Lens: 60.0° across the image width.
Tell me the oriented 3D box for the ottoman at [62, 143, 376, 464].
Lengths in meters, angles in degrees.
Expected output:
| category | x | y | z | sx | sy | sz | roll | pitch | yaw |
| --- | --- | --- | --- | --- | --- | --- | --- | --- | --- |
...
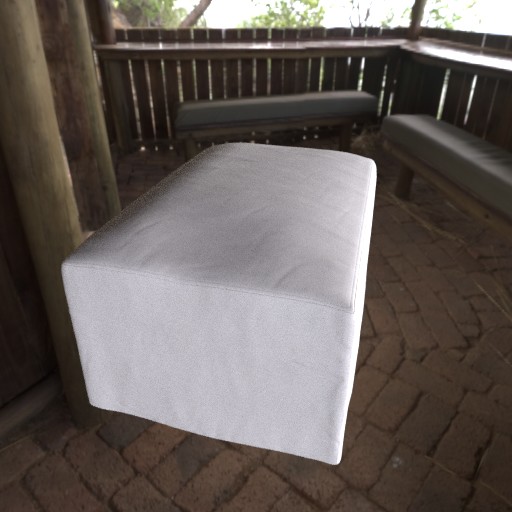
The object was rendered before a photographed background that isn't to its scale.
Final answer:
| category | x | y | z | sx | sy | sz | roll | pitch | yaw |
| --- | --- | --- | --- | --- | --- | --- | --- | --- | --- |
| ottoman | 0.000 | 0.000 | 1.203 | 0.590 | 0.444 | 0.872 | 8 | 30 | 13 |
